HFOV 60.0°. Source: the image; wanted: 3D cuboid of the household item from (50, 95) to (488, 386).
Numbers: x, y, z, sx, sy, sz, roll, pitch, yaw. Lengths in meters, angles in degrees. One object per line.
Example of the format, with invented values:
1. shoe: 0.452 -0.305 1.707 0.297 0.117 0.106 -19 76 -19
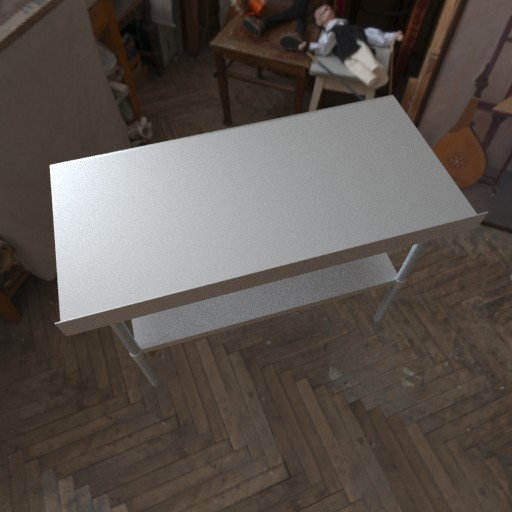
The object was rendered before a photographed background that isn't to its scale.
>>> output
1. household item: 0.000 0.000 1.704 1.219 0.851 0.610 -14 59 -9
